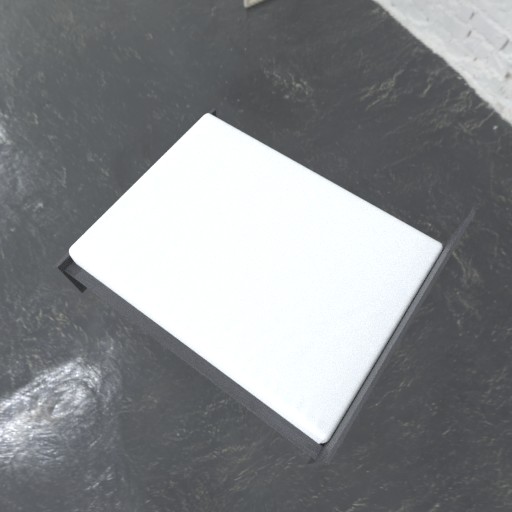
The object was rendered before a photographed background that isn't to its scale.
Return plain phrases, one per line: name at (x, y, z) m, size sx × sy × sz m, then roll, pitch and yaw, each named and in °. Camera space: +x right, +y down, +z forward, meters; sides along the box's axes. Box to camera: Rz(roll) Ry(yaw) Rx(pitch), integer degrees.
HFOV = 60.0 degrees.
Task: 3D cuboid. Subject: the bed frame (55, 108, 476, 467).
bed frame at (0.000, 0.000, 2.873) m, size 1.960 × 0.800 × 1.622 m, roll 33°, pitch 68°, yaw 15°
